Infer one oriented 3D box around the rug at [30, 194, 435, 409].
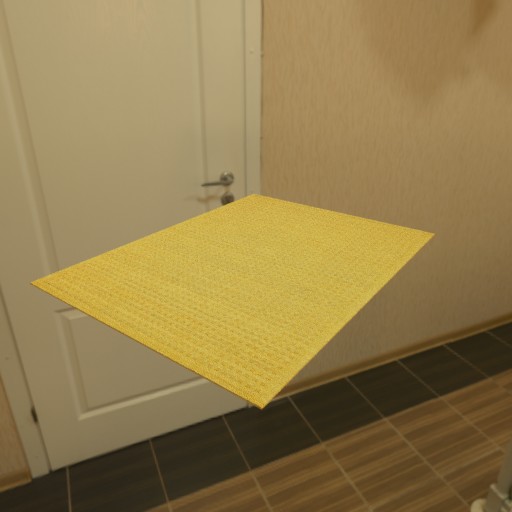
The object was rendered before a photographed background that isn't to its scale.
[{"bbox_3d":[0.000,0.000,4.360,2.486,0.015,3.242,17,30,33],"label":"rug"}]
